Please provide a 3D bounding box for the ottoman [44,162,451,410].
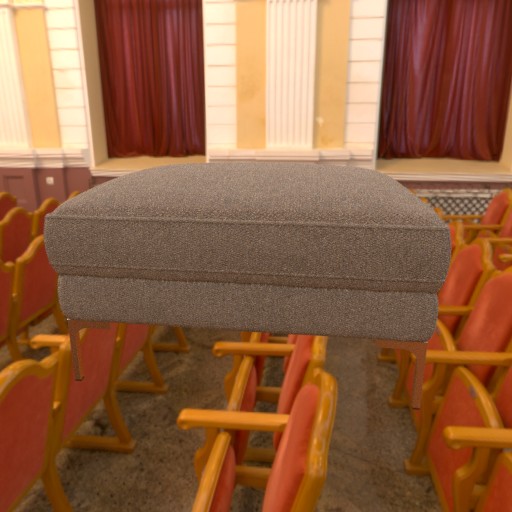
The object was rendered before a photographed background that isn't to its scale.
[{"bbox_3d":[0.000,0.000,1.140,0.785,0.464,0.583,2,16,8],"label":"ottoman"}]
